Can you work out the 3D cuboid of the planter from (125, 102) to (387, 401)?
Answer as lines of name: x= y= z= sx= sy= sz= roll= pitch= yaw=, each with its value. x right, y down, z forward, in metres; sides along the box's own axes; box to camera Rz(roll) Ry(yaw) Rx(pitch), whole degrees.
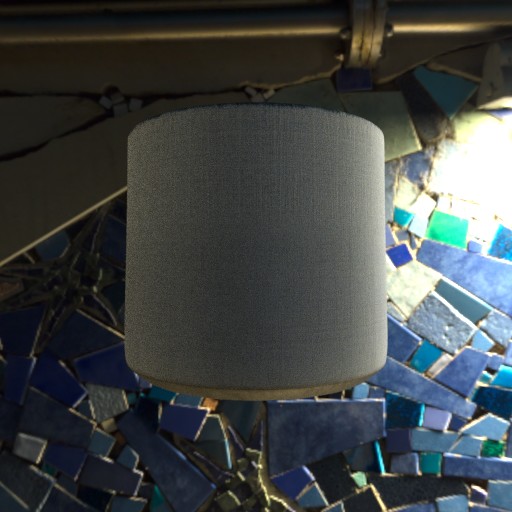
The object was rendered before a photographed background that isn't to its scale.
planter: x=0.000 y=0.000 z=0.398 sx=0.226 sy=0.201 sz=0.226 roll=0 pitch=-1 yaw=0
